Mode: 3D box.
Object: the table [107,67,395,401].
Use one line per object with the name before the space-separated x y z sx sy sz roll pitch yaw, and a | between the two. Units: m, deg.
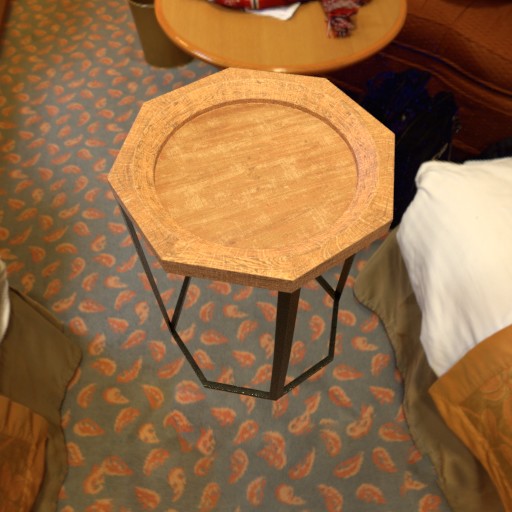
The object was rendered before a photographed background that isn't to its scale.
table | 0.000 0.000 0.890 0.437 0.553 0.437 29 62 17
